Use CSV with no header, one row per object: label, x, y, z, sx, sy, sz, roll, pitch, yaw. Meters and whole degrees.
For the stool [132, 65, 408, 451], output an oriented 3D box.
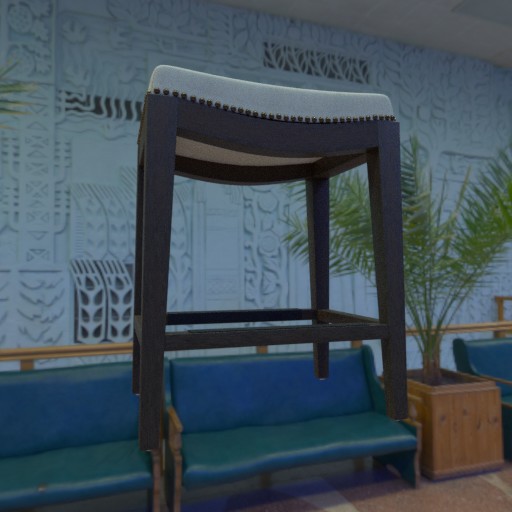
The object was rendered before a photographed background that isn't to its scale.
stool,0.000,0.000,0.956,0.500,0.642,0.361,0,-2,-17
